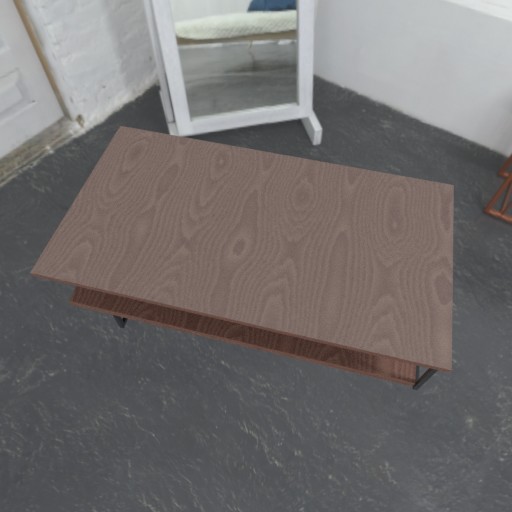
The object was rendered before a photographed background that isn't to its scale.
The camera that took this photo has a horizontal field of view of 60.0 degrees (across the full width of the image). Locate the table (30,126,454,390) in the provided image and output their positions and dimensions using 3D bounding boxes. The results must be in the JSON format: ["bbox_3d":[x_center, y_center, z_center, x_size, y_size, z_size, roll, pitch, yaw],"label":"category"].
[{"bbox_3d":[0.000,0.000,1.530,1.197,0.347,0.651,12,58,8],"label":"table"}]
